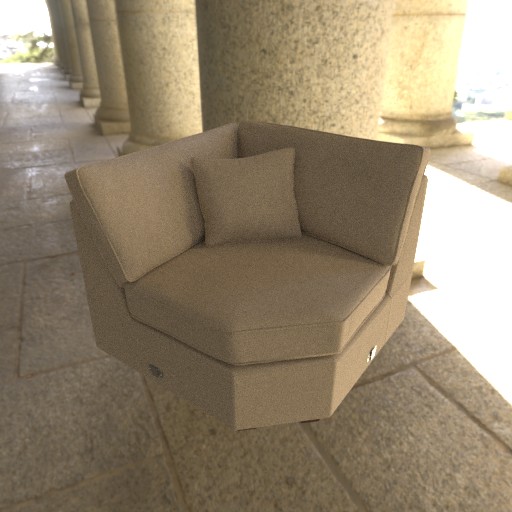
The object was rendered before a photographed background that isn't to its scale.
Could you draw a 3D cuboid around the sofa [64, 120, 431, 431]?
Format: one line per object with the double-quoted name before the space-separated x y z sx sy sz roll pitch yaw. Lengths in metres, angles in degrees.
"sofa" 0.000 0.000 1.857 1.042 0.937 1.050 19 32 32
